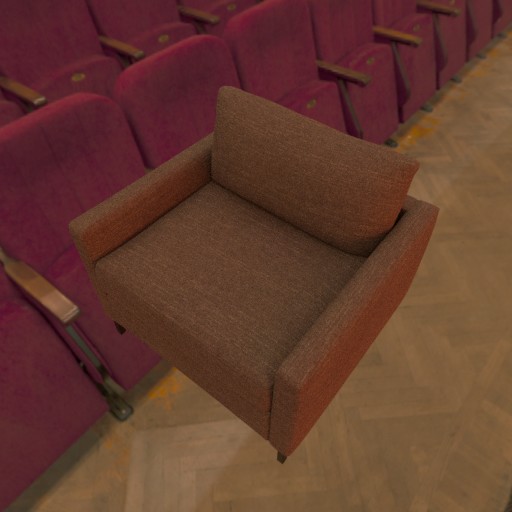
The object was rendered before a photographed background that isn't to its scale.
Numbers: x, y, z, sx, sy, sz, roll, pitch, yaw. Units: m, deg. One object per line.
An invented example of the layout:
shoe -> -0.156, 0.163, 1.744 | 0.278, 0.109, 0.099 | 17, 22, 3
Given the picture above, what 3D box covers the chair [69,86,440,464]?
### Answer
chair -> 0.000, 0.000, 1.574 | 0.940, 0.841, 0.845 | 30, 54, 25
